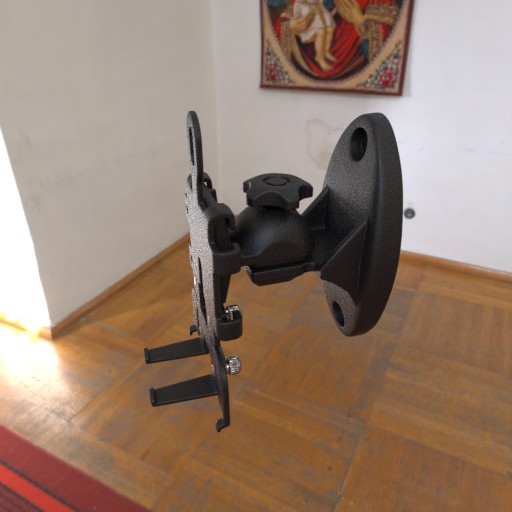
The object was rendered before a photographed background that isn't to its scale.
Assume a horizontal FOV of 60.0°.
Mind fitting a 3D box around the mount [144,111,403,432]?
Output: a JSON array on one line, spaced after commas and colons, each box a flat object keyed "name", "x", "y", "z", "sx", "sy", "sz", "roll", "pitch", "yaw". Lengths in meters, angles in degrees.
[{"name": "mount", "x": 0.000, "y": 0.000, "z": 0.182, "sx": 0.100, "sy": 0.118, "sz": 0.066, "roll": -9, "pitch": 31, "yaw": -15}]
